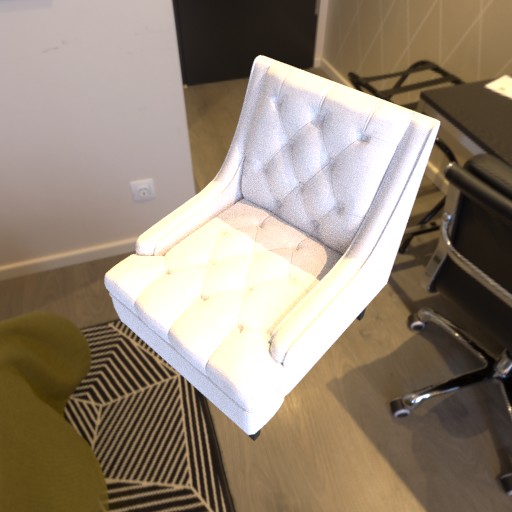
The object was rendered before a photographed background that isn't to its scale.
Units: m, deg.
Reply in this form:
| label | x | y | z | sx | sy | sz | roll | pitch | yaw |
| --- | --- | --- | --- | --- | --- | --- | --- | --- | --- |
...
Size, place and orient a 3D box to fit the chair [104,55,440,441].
| label | x | y | z | sx | sy | sz | roll | pitch | yaw |
| --- | --- | --- | --- | --- | --- | --- | --- | --- | --- |
| chair | 0.000 | 0.000 | 1.422 | 0.658 | 0.891 | 0.772 | 33 | 55 | 27 |
